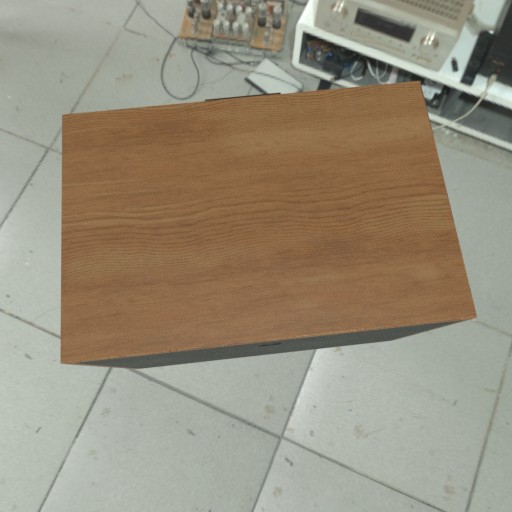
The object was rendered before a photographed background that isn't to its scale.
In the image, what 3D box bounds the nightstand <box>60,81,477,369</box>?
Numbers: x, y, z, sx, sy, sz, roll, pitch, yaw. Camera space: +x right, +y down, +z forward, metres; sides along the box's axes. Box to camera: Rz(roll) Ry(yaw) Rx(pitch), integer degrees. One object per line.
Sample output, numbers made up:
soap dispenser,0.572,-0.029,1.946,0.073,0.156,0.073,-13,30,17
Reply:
nightstand,0.000,0.000,0.998,0.613,0.615,0.427,-6,75,-2
